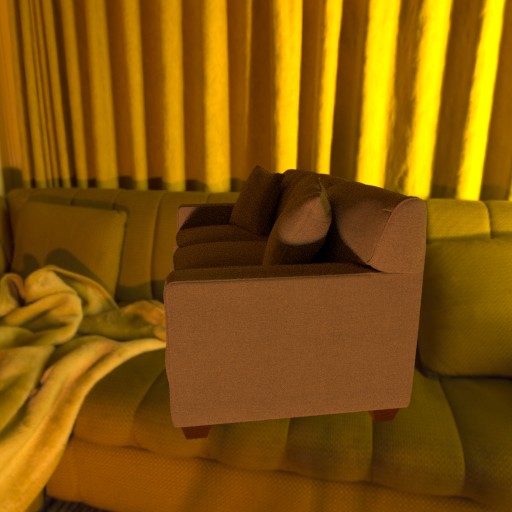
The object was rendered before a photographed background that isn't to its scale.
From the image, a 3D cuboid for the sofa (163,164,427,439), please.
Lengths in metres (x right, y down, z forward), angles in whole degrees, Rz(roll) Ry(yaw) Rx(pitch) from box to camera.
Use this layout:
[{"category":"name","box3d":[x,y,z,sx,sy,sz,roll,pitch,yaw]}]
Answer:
[{"category":"sofa","box3d":[0.000,0.000,2.565,0.997,0.958,2.024,-2,15,-8]}]
